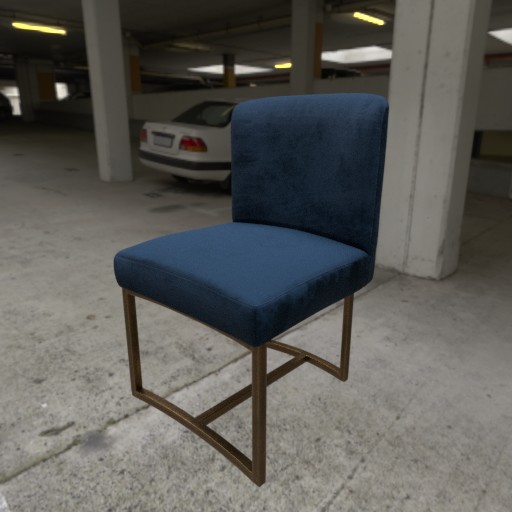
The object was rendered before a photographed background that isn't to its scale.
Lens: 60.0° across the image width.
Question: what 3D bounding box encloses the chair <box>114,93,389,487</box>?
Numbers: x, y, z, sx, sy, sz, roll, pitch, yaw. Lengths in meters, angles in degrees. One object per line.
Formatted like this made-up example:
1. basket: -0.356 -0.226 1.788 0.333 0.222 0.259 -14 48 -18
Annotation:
1. chair: 0.000 0.000 1.174 0.530 0.824 0.560 15 22 41
